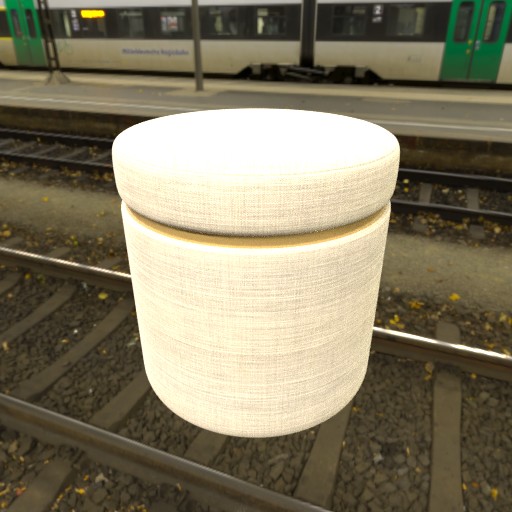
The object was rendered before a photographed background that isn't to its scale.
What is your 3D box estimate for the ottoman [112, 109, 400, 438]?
[{"bbox_3d":[0.000,0.000,0.722,0.400,0.406,0.400,0,27,0],"label":"ottoman"}]
